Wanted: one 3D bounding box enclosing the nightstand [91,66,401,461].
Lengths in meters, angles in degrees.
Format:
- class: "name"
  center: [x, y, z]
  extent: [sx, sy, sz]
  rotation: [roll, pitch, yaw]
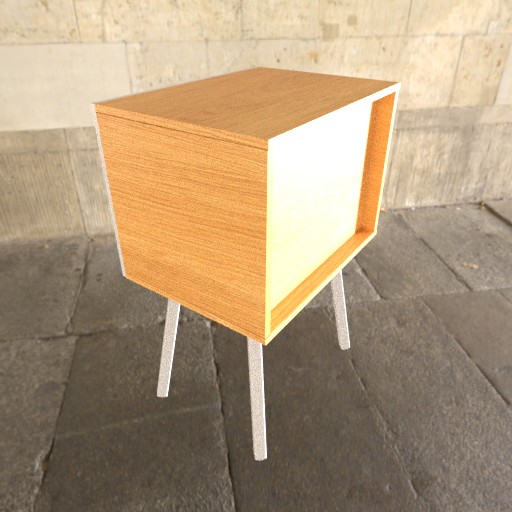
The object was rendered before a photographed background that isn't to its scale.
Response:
- class: "nightstand"
  center: [0.000, 0.000, 0.845]
  extent: [0.316, 0.601, 0.400]
  rotation: [20, 37, 30]
